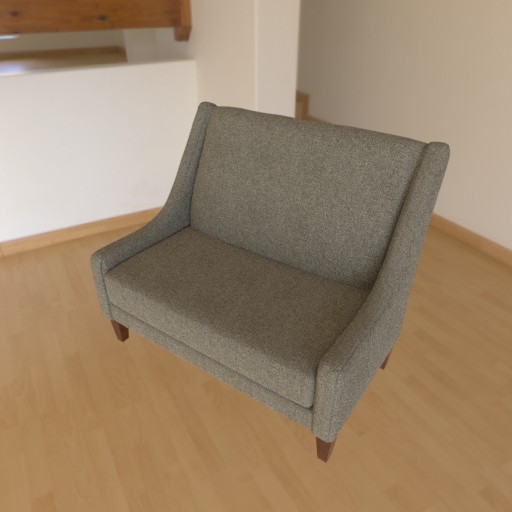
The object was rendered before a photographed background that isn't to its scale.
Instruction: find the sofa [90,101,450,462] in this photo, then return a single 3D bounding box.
[{"bbox_3d":[0.000,0.000,1.931,1.242,1.021,0.870,20,37,29],"label":"sofa"}]
